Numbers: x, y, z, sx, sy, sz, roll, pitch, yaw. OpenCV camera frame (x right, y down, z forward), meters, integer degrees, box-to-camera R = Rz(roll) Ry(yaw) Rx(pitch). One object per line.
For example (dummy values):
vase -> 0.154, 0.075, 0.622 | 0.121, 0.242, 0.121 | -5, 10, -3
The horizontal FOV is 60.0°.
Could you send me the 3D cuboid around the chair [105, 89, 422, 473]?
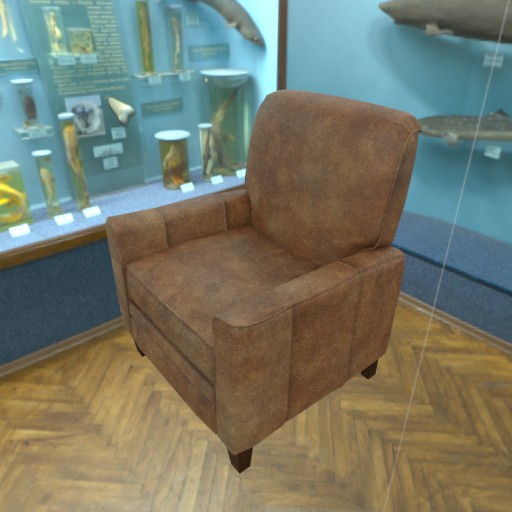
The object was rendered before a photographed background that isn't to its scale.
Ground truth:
chair -> 0.000, 0.000, 1.634 | 0.836, 1.043, 0.843 | -22, 36, -33
